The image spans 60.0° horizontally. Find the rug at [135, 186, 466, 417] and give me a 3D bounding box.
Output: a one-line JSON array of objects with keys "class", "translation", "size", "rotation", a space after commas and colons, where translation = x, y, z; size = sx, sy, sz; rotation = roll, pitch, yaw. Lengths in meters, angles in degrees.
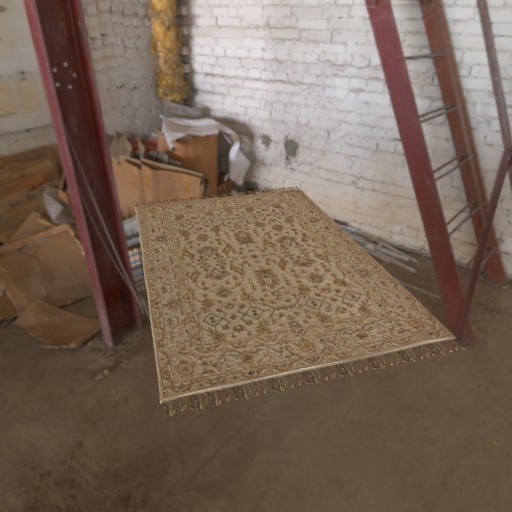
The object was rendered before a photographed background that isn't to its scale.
[{"class": "rug", "translation": [0.000, 0.000, 3.066], "size": [1.529, 0.027, 2.434], "rotation": [-8, 30, -14]}]
